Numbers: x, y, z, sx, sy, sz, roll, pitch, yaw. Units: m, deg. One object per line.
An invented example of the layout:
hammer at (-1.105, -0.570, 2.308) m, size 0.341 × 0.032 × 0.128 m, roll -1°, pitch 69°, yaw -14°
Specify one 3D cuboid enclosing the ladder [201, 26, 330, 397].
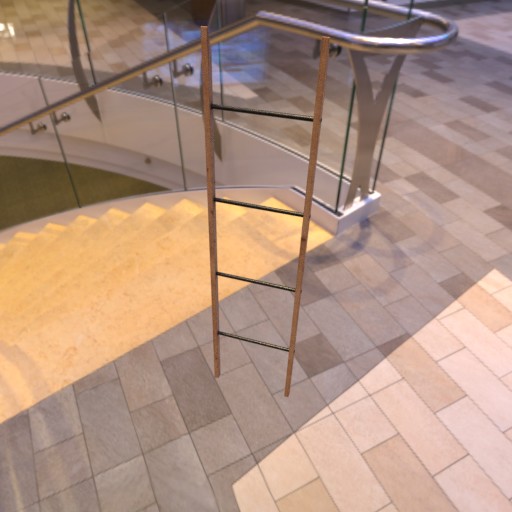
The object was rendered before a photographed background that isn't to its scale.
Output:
ladder at (0.000, 0.000, 1.977) m, size 0.442 × 1.805 × 0.200 m, roll 12°, pitch 43°, yaw 13°
